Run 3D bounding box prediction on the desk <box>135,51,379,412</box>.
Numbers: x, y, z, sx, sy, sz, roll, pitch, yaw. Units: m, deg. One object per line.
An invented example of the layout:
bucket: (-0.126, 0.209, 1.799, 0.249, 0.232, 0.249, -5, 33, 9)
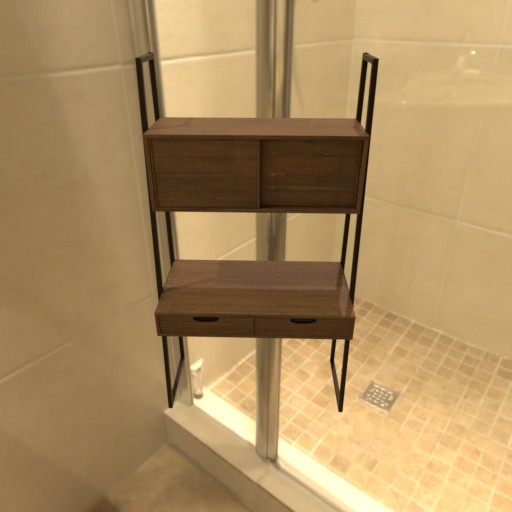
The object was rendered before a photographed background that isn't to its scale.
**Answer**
desk: (0.000, 0.000, 2.202, 0.982, 1.809, 0.515, 1, 29, 1)
